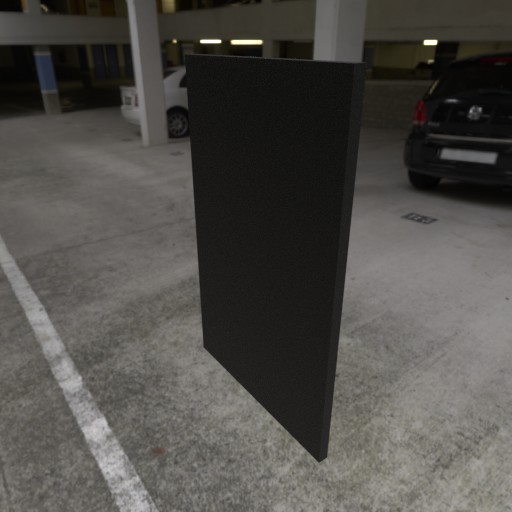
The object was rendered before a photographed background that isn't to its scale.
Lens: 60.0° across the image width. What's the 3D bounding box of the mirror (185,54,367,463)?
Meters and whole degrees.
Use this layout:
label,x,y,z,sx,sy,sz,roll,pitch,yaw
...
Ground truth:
label,x,y,z,sx,sy,sz,roll,pitch,yaw
mirror,0.000,0.000,1.490,0.038,1.219,0.762,-18,31,-32
